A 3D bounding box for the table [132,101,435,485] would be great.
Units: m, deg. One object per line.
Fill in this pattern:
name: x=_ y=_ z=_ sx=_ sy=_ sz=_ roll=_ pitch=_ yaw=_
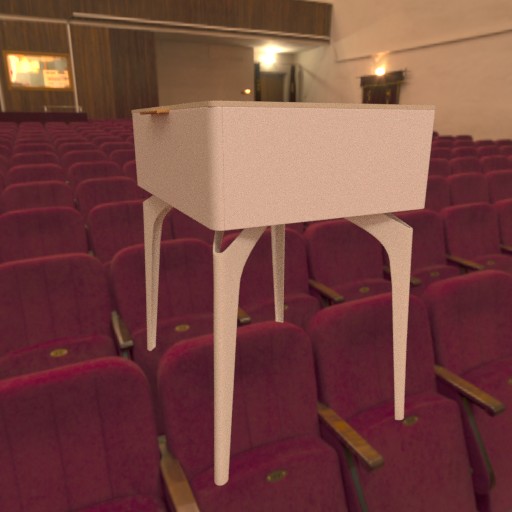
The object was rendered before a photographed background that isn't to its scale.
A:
table: x=0.000 y=0.000 z=0.901 sx=0.400 sy=0.570 sz=0.500 roll=-8 pitch=19 yaw=-25
